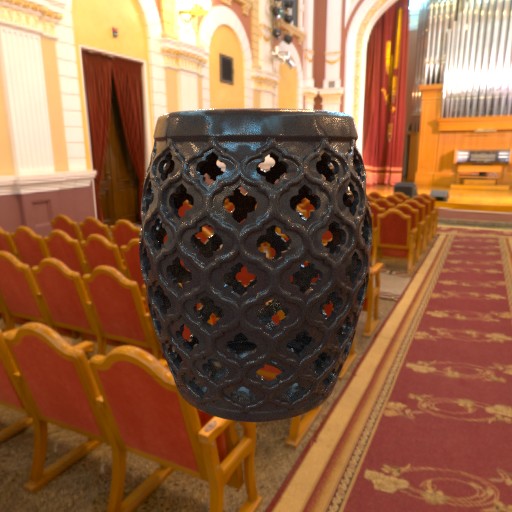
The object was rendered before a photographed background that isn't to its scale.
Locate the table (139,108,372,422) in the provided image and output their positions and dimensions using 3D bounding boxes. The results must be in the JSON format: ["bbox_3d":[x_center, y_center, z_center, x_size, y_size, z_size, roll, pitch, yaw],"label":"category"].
[{"bbox_3d":[0.000,0.000,0.643,0.325,0.388,0.325,0,14,0],"label":"table"}]
